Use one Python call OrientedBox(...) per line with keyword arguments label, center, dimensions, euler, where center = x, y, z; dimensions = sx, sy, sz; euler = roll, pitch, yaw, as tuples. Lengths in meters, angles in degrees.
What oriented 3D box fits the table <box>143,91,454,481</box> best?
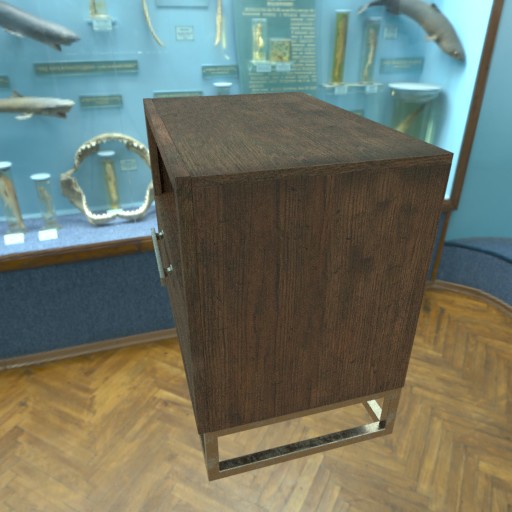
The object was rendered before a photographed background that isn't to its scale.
OrientedBox(label="table", center=(0.000, 0.000, 1.240), dimensions=(0.542, 0.746, 0.767), euler=(-8, 30, -14))
